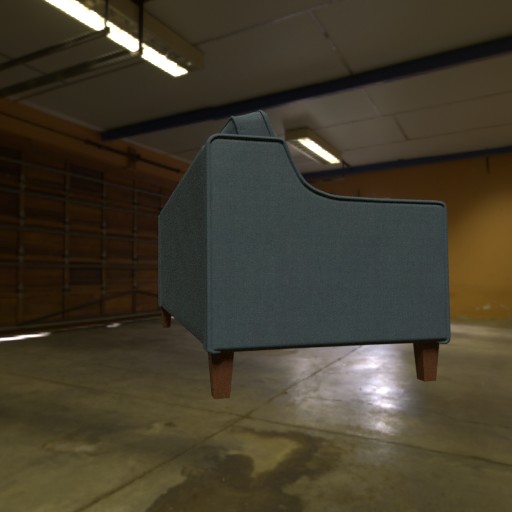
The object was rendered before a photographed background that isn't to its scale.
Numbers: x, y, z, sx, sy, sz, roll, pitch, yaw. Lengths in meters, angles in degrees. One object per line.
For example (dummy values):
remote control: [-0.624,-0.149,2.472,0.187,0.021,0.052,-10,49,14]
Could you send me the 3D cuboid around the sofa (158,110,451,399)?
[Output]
sofa: [0.000,0.000,2.439,0.911,0.974,1.986,1,-2,-17]
